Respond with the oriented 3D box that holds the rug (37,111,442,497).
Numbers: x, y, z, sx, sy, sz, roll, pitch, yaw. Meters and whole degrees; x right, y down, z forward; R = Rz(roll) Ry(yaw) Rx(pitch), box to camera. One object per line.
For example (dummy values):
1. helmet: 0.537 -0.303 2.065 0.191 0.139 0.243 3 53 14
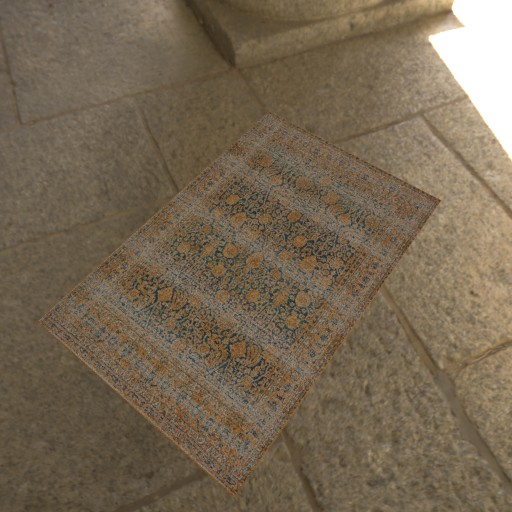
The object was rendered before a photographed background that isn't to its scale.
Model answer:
1. rug: 0.000 0.000 2.900 1.525 0.007 2.336 33 64 19
